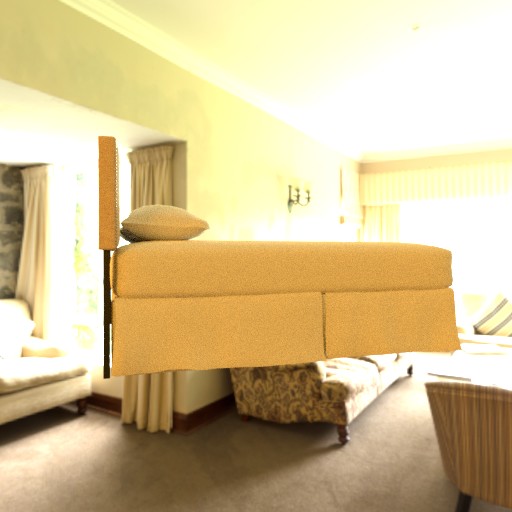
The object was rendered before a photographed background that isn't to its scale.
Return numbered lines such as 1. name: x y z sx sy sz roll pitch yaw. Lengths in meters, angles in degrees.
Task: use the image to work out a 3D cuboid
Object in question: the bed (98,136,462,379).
1. bed: 0.000 0.000 2.865 1.876 1.016 1.616 0 0 -18
